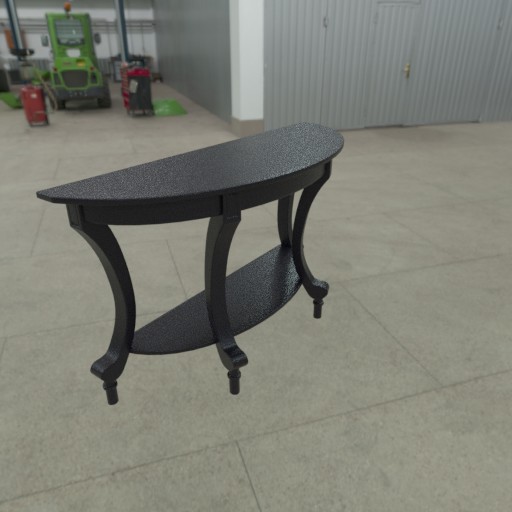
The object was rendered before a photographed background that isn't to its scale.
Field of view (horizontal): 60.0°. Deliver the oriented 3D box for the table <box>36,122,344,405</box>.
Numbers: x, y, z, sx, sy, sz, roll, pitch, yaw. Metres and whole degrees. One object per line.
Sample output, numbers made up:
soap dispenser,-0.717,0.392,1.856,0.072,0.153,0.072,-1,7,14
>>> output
table,0.000,0.000,1.516,0.394,0.692,1.198,18,32,32
